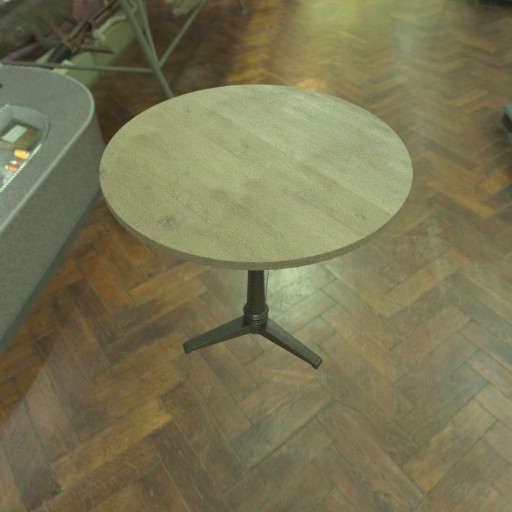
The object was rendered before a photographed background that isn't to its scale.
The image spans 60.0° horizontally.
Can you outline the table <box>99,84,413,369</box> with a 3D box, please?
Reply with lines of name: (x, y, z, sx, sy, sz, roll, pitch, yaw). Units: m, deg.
table: (0.000, 0.000, 1.441, 0.800, 0.780, 0.800, 0, 46, 0)
